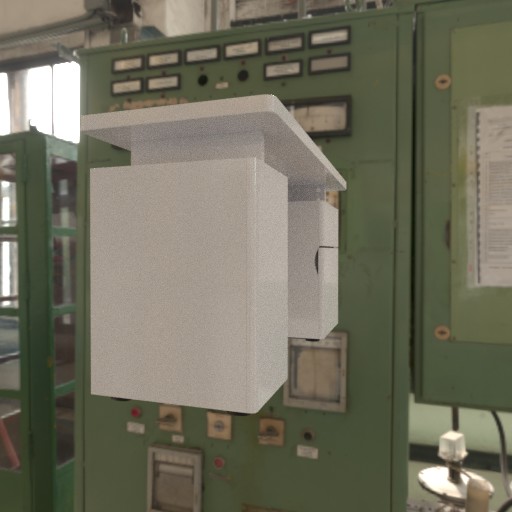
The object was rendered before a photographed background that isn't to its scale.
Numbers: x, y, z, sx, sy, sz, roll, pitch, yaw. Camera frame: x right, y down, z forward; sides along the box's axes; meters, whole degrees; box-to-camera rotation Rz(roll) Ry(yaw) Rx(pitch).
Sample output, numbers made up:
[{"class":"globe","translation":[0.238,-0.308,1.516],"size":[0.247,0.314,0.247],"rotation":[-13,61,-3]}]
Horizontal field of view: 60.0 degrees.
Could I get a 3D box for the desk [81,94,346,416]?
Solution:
[{"class":"desk","translation":[0.000,0.000,1.769],"size":[0.550,0.762,1.400],"rotation":[0,1,18]}]
